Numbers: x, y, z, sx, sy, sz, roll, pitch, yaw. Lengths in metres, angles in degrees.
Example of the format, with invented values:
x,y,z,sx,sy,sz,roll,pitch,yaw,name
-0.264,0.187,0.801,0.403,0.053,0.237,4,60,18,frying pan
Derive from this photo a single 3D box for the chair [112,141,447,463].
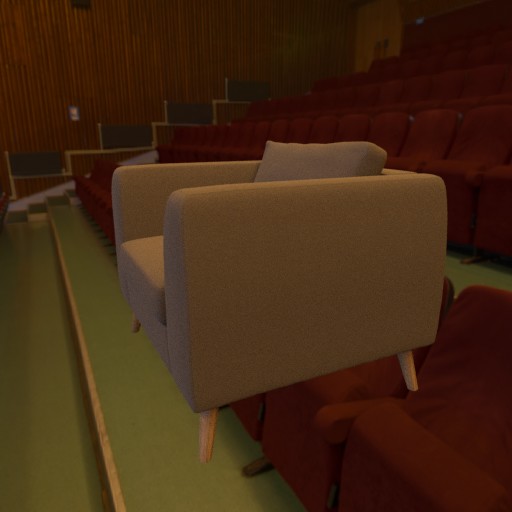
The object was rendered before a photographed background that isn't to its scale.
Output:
x,y,z,sx,sy,sz,roll,pitch,yaw,name
0.000,0.000,1.705,0.930,0.860,1.000,-8,18,-26,chair
